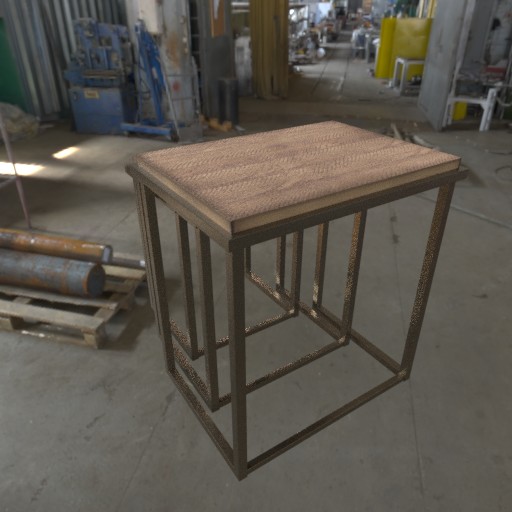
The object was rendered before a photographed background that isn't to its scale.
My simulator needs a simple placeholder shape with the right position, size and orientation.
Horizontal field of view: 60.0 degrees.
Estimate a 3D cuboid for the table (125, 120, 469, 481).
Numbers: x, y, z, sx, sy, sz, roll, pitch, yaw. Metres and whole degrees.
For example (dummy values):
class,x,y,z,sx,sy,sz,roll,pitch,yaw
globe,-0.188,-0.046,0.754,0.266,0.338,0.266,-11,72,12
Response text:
class,x,y,z,sx,sy,sz,roll,pitch,yaw
table,0.000,0.000,1.153,0.559,0.610,0.706,-18,35,-28
